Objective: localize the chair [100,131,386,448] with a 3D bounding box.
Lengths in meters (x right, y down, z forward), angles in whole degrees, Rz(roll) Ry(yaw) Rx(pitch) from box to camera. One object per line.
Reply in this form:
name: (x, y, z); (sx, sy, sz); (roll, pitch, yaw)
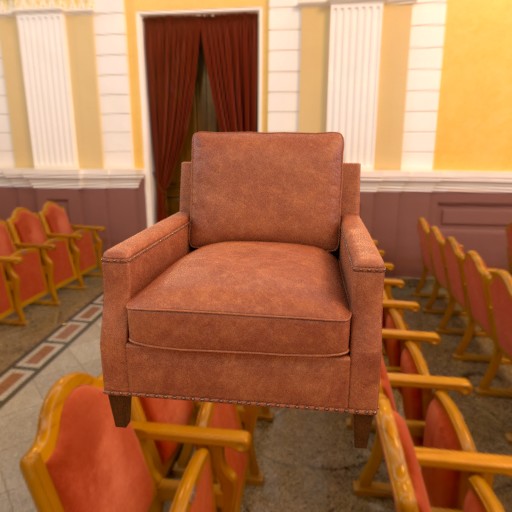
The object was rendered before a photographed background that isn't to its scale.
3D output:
chair: (0.000, 0.000, 1.712); (0.853, 0.943, 1.014); (2, 15, 7)
